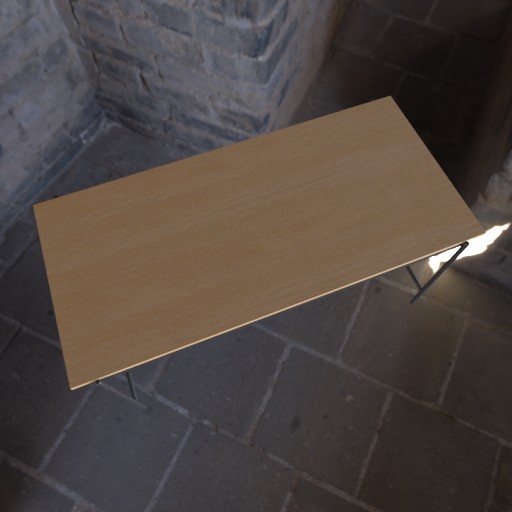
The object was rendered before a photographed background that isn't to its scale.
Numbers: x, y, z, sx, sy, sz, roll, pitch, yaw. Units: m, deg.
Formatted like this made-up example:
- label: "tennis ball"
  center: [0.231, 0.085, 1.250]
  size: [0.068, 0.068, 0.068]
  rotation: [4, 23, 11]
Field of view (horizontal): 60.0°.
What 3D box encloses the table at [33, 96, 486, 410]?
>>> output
- label: "table"
  center: [0.000, 0.000, 2.285]
  size: [1.800, 0.758, 0.900]
  rotation: [-19, 66, -9]
